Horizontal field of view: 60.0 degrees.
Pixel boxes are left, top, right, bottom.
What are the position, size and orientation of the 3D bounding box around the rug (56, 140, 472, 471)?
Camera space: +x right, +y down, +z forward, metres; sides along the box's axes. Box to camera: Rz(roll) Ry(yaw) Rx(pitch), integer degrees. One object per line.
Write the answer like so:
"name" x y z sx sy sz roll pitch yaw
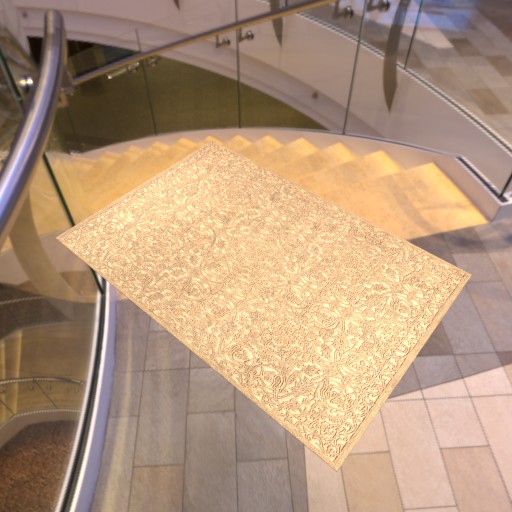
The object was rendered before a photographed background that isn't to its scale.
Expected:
"rug" 0.000 0.000 2.327 1.827 0.006 1.221 33 56 26
